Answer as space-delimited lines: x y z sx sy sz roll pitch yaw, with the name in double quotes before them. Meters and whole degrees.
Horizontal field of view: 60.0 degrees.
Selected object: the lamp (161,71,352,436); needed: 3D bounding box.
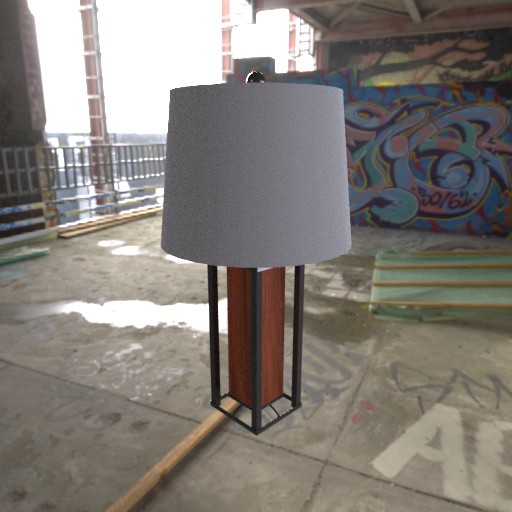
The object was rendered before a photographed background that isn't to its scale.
"lamp" 0.000 0.000 0.763 0.320 0.591 0.320 0 15 0
